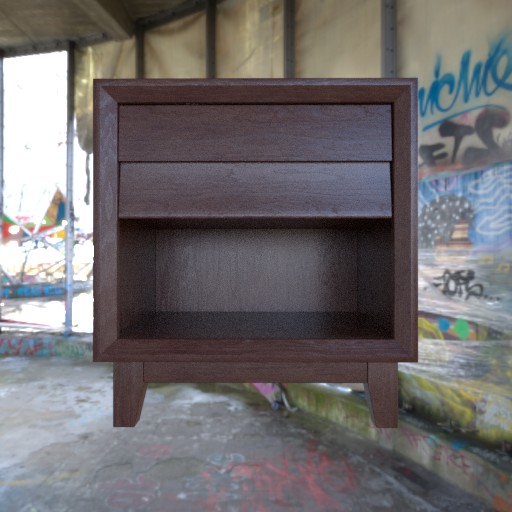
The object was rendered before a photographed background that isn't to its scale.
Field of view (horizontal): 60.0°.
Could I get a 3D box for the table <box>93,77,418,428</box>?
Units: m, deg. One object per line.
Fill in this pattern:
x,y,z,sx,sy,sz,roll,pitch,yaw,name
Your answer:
0.000,0.000,0.983,0.557,0.609,0.449,0,0,0,table
